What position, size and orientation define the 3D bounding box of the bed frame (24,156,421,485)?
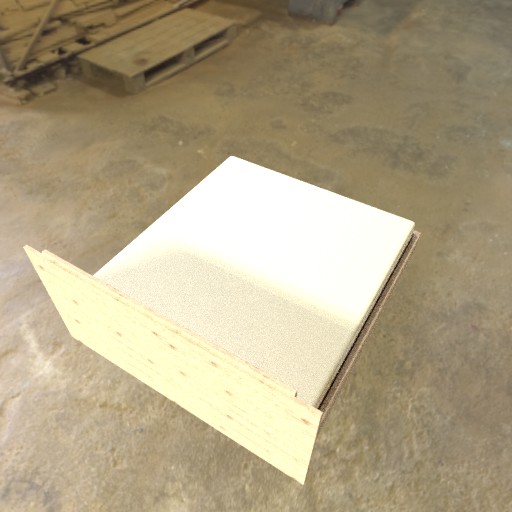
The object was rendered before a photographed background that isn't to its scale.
[{"bbox_3d":[0.000,0.000,3.217,1.950,0.970,2.080,24,51,21],"label":"bed frame"}]
